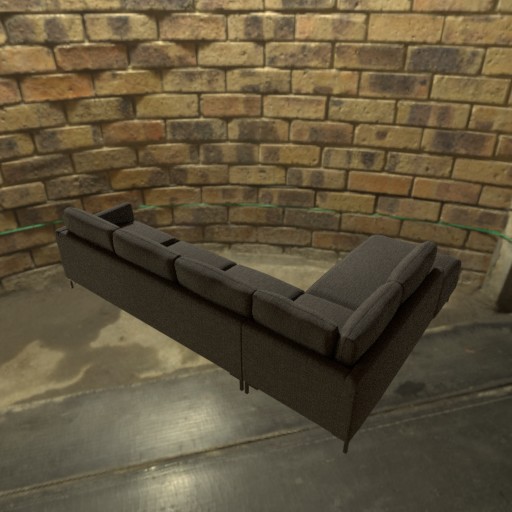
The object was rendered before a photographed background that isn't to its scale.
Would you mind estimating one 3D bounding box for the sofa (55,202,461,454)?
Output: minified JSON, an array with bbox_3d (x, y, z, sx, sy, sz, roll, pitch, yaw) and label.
[{"bbox_3d":[0.000,0.000,3.865,2.949,0.815,2.007,21,37,31],"label":"sofa"}]
